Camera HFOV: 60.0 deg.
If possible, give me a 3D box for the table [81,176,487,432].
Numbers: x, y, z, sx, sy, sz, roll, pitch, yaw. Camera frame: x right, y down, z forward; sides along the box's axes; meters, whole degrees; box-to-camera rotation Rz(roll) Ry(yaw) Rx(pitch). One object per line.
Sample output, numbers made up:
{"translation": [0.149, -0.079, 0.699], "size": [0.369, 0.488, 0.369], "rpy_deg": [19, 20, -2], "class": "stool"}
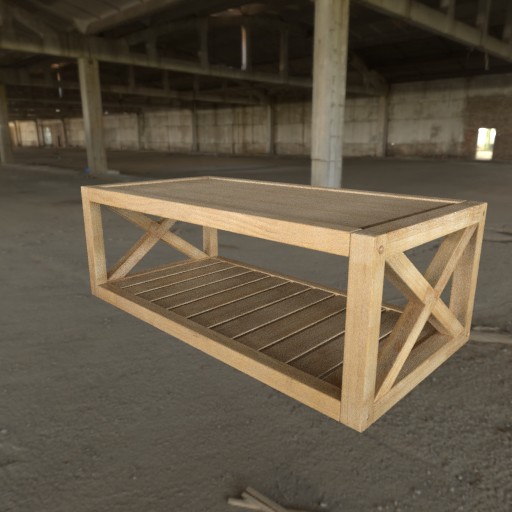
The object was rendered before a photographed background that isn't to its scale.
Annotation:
{"translation": [0.000, 0.000, 1.609], "size": [1.321, 0.457, 0.660], "rpy_deg": [14, 21, 42], "class": "table"}
